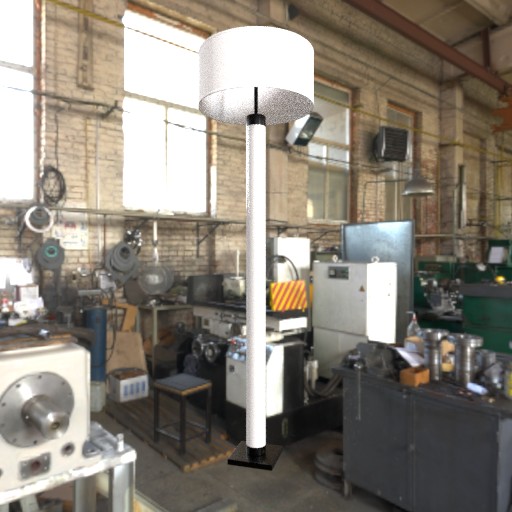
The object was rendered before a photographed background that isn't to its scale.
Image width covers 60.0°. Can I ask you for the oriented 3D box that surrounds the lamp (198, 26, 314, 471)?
[{"bbox_3d":[0.000,0.000,1.614,0.420,1.475,0.420,0,0,17],"label":"lamp"}]
